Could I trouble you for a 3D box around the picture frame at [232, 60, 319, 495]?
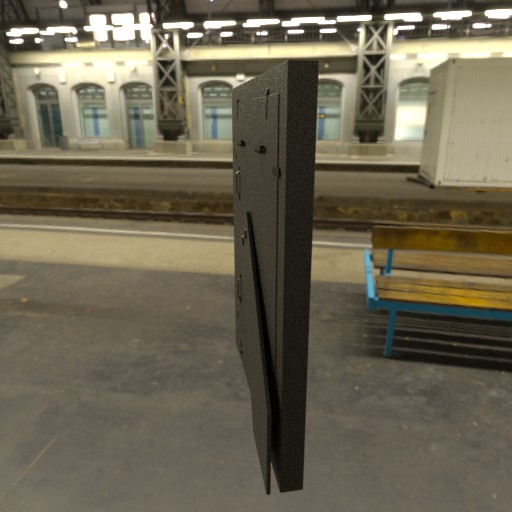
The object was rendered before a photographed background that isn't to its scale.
[{"bbox_3d":[0.000,0.000,0.514,0.036,0.383,0.307,-3,17,-10],"label":"picture frame"}]
